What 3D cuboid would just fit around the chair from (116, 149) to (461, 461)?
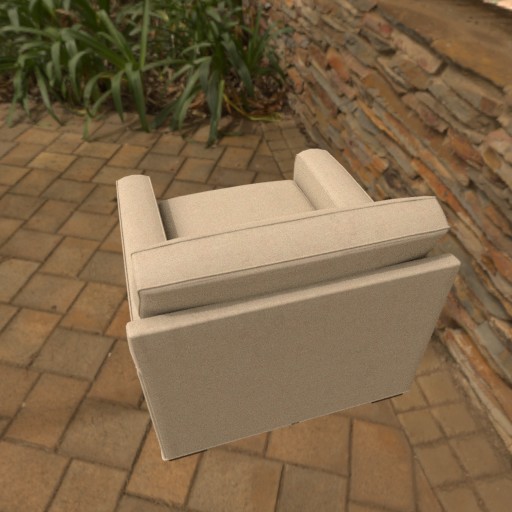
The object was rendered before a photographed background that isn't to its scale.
[{"bbox_3d":[0.000,0.000,1.780,0.998,0.913,1.043,-11,43,-12],"label":"chair"}]
